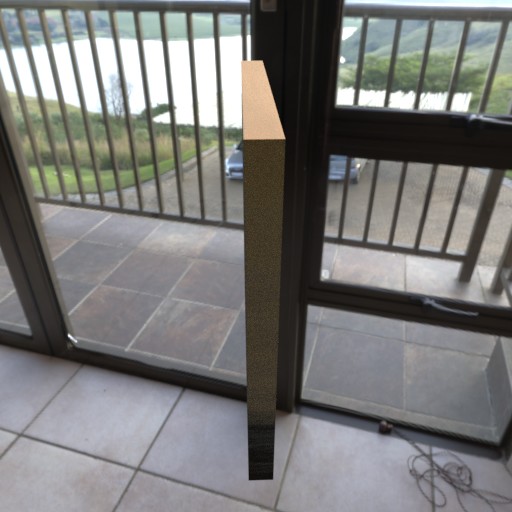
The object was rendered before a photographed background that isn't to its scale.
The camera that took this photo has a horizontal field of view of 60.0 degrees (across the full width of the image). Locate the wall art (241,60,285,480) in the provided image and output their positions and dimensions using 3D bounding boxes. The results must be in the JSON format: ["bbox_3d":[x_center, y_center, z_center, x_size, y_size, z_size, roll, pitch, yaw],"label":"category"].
[{"bbox_3d":[0.000,0.000,0.705,0.037,0.511,0.435,-1,32,-2],"label":"wall art"}]
